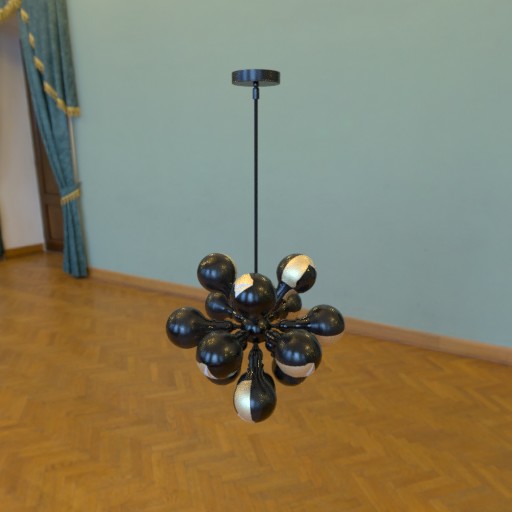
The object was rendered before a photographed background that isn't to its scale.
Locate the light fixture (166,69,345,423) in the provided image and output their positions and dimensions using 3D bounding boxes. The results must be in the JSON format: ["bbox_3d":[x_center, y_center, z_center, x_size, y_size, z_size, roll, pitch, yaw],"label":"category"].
[{"bbox_3d":[0.000,0.000,1.114,0.420,0.859,0.468,7,16,27],"label":"light fixture"}]
